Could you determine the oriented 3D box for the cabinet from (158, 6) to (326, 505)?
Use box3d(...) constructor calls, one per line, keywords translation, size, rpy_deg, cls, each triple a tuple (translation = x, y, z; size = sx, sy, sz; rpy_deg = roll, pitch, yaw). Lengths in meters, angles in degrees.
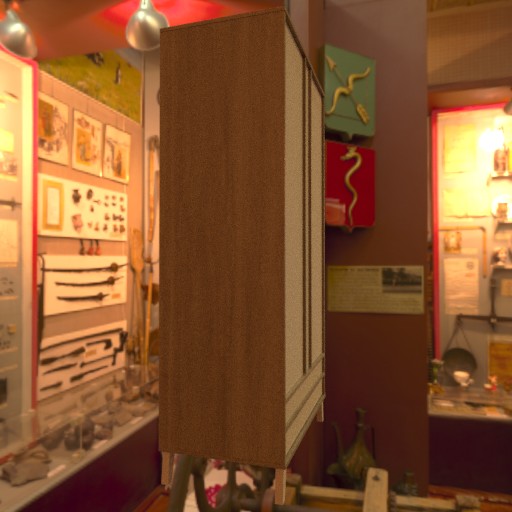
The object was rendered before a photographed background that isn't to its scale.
box3d(translation=(0.000, 0.000, 2.336), size=(0.571, 1.999, 1.006), rpy_deg=(0, -1, 18), cls="cabinet")
